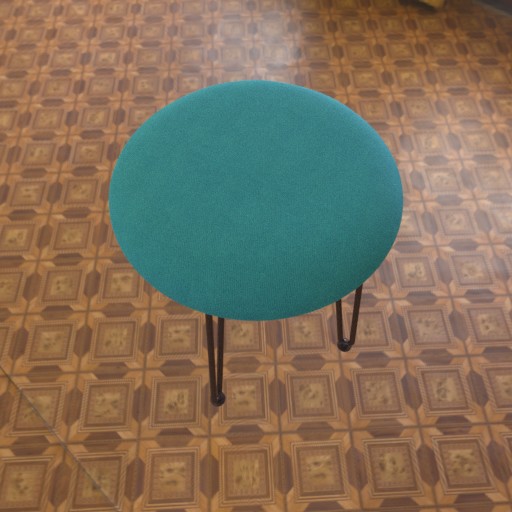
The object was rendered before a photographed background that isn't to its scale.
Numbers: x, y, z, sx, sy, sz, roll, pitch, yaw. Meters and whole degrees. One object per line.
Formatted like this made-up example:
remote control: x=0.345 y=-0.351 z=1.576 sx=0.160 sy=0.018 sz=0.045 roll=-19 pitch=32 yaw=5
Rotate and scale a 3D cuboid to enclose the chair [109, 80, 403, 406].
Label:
chair: x=0.000 y=0.000 z=0.683 sx=0.350 sy=0.430 sz=0.350 roll=-31 pitch=64 yaw=-17
